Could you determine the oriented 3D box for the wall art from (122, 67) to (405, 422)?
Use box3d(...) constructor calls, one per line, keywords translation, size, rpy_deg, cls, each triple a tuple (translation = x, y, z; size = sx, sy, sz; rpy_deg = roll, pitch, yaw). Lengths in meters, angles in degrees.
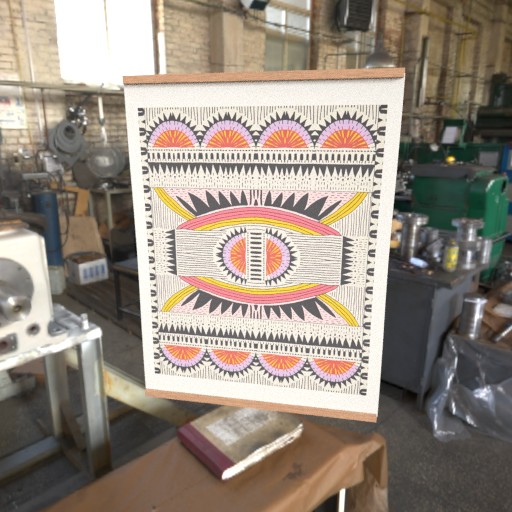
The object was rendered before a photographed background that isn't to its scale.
box3d(translation=(0.000, 0.000, 1.316), size=(0.765, 1.016, 0.028), rpy_deg=(3, 15, 11), cls="wall art")
